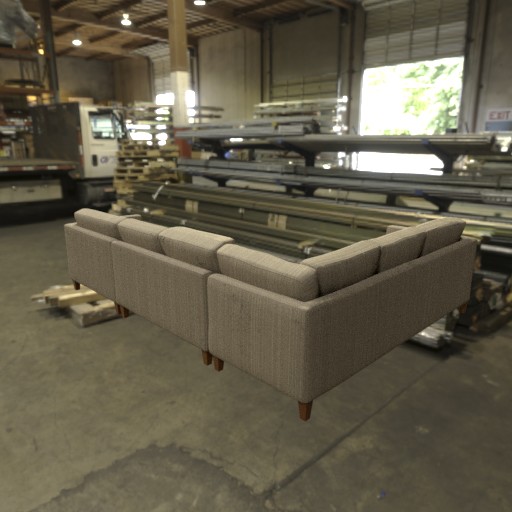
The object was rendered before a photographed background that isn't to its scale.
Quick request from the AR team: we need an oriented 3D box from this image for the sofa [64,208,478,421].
[{"bbox_3d":[0.000,0.000,4.586,2.594,0.961,3.460,-15,21,-42],"label":"sofa"}]
